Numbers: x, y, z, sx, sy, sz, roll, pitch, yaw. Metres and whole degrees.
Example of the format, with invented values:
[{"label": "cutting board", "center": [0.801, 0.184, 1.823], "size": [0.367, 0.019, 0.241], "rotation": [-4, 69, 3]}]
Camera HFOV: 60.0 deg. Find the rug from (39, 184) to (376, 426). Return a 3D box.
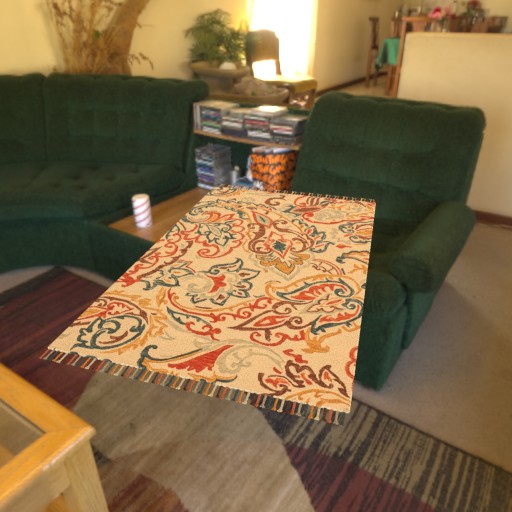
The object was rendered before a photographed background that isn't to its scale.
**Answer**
[{"label": "rug", "center": [0.000, 0.000, 3.102], "size": [1.523, 0.010, 2.584], "rotation": [8, 30, 14]}]
